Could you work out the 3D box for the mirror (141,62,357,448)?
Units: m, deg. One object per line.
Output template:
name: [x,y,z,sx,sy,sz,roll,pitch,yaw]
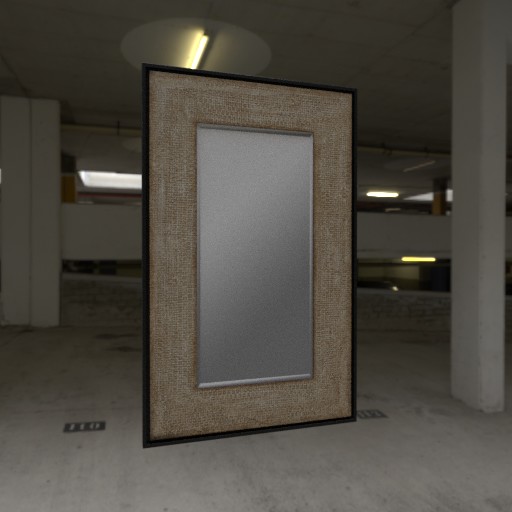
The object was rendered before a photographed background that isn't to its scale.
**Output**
mirror: [0.000,0.000,1.529,0.762,1.219,0.038,0,1,-17]
